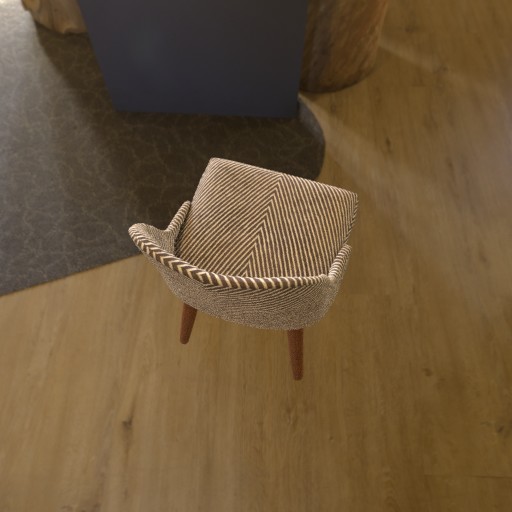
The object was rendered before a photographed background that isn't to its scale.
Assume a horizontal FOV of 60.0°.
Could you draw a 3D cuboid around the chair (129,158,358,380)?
[{"bbox_3d":[0.000,0.000,1.262,0.504,0.883,0.591,16,63,8],"label":"chair"}]
